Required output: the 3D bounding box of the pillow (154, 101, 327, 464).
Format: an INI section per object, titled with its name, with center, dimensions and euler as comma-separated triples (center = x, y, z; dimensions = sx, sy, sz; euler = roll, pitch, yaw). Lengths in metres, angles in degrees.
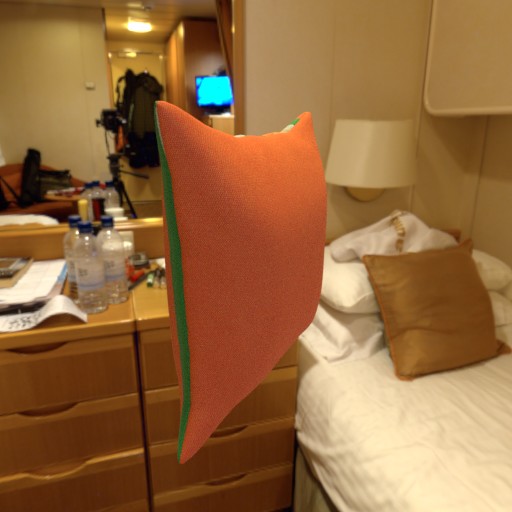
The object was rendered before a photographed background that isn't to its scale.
[pillow]
center = 0.000, 0.000, 0.698
dimensions = 0.169, 0.444, 0.453
euler = 8, 18, 25
